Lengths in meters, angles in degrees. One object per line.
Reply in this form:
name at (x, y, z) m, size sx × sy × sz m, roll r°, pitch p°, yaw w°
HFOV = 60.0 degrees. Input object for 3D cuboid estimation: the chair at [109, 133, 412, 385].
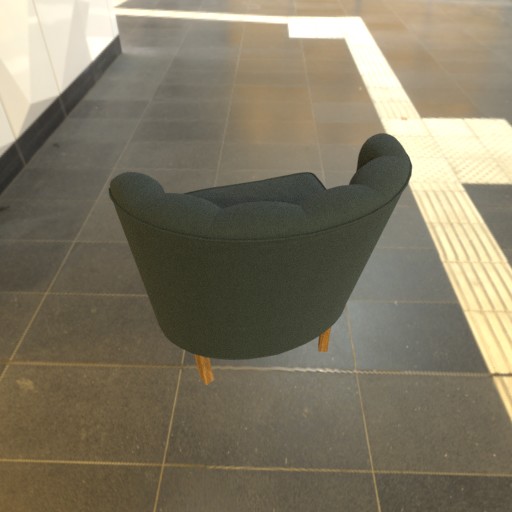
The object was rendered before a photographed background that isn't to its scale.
chair at (0.000, 0.000, 1.358) m, size 0.740 × 0.771 × 0.718 m, roll -12°, pitch 42°, yaw -13°
